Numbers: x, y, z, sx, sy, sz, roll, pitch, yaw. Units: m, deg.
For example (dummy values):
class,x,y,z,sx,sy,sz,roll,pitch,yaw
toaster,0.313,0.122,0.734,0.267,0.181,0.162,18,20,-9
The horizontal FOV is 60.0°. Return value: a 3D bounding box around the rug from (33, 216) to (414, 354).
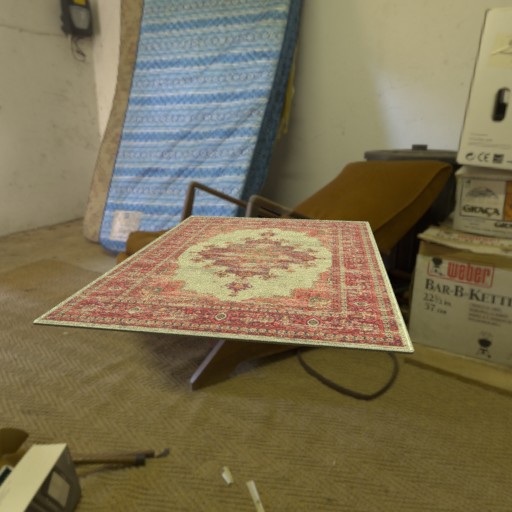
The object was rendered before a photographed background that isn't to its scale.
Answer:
class,x,y,z,sx,sy,sz,roll,pitch,yaw
rug,0.000,0.000,2.197,1.217,0.011,1.747,3,17,9
